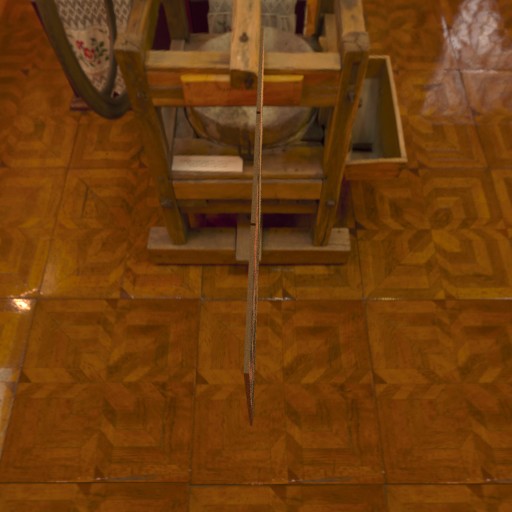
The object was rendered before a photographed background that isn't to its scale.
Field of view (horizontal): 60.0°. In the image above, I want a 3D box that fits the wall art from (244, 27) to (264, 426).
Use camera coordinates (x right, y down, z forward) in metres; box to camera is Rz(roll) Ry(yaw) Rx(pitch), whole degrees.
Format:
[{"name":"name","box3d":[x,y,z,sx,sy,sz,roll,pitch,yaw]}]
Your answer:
[{"name":"wall art","box3d":[0.000,0.000,1.396,0.010,0.917,0.919,2,64,1]}]
